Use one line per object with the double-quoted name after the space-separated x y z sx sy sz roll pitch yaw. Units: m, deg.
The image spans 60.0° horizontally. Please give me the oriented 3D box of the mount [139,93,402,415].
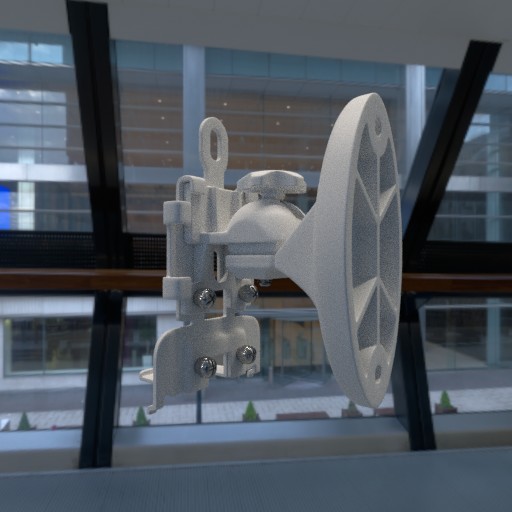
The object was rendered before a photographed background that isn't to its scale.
0.000 0.000 0.177 0.100 0.118 0.066 0 0 36 "mount"
